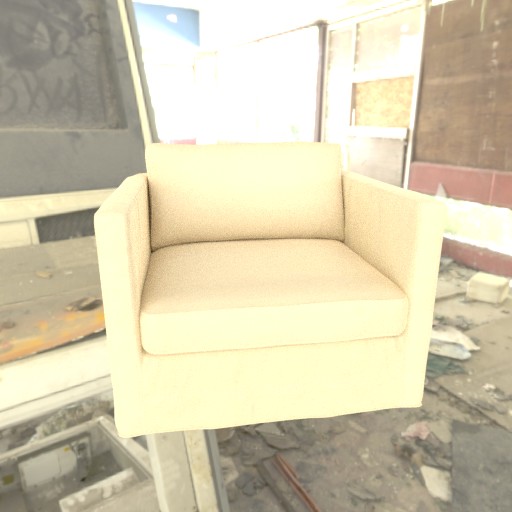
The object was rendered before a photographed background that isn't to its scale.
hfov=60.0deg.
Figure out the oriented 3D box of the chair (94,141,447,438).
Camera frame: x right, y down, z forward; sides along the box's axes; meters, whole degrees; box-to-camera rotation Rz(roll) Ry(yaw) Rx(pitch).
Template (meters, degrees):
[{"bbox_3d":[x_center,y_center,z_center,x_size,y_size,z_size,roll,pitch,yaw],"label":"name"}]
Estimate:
[{"bbox_3d":[0.000,0.000,1.754,1.057,0.851,0.947,-3,18,-9],"label":"chair"}]
